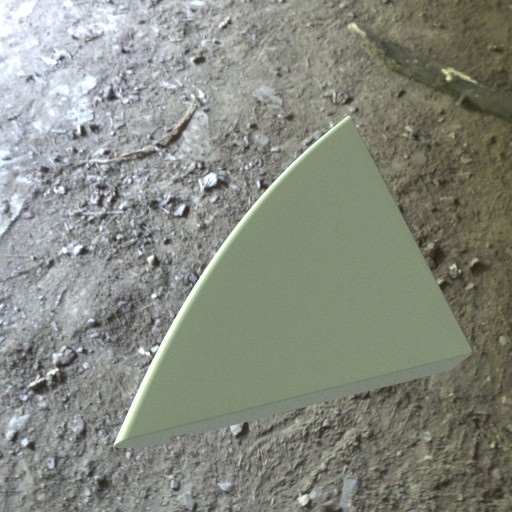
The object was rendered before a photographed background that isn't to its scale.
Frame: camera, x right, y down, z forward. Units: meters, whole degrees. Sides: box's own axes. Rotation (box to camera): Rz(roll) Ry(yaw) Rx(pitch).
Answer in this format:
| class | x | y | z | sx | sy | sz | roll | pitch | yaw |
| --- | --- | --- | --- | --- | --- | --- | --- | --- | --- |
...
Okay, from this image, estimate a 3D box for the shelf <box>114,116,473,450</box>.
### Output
| class | x | y | z | sx | sy | sz | roll | pitch | yaw |
| --- | --- | --- | --- | --- | --- | --- | --- | --- | --- |
| shelf | 0.000 | 0.000 | 0.460 | 0.310 | 0.050 | 0.310 | -12 | 60 | -7 |
